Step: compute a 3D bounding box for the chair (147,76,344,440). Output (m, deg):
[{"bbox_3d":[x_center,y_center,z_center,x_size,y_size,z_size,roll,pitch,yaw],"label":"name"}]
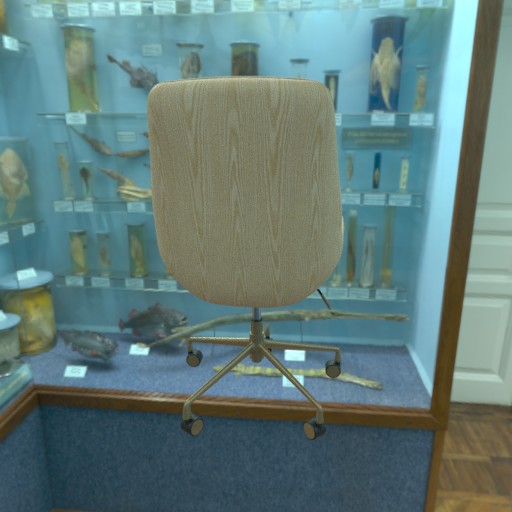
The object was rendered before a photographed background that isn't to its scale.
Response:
[{"bbox_3d":[0.000,0.000,1.348,0.564,0.952,0.668,2,16,8],"label":"chair"}]
